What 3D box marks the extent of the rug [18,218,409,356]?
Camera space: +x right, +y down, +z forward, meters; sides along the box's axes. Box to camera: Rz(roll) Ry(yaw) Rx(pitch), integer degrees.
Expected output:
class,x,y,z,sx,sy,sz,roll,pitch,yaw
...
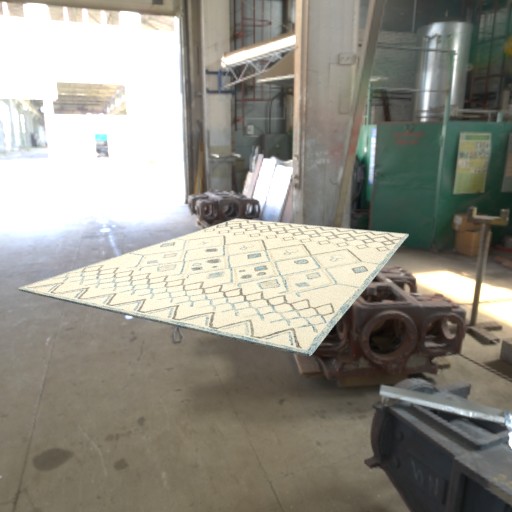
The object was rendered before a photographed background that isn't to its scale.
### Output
class,x,y,z,sx,sy,sz,roll,pitch,yaw
rug,0.000,0.000,2.307,1.260,0.009,1.820,7,17,26
